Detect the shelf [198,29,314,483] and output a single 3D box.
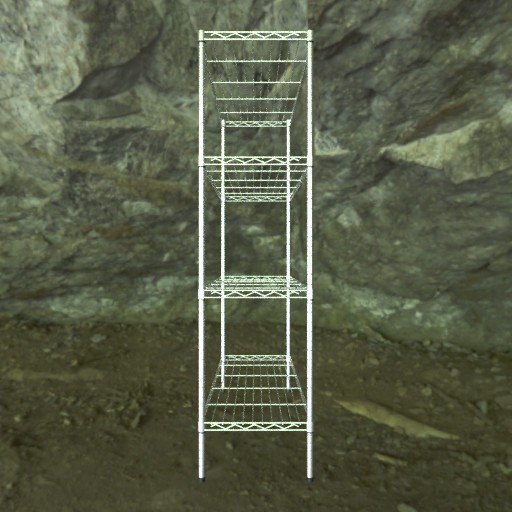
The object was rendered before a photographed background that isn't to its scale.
[{"bbox_3d":[0.000,0.000,1.781,0.352,1.360,0.907,0,0,0],"label":"shelf"}]
